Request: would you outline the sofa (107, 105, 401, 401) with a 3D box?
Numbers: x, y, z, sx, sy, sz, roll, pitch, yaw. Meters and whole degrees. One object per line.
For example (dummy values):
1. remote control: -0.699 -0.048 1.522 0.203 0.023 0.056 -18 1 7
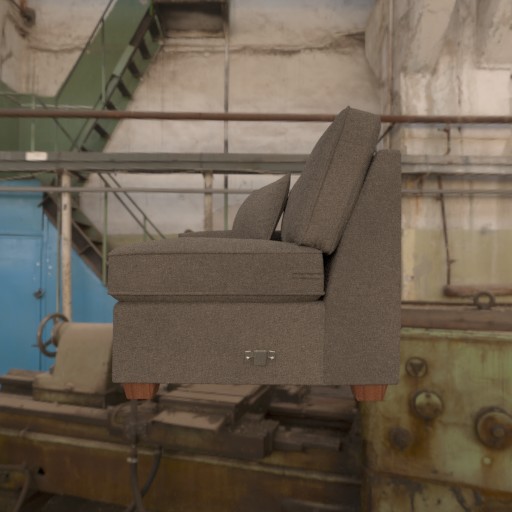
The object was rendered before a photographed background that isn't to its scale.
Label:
1. sofa: 0.000 0.000 2.123 0.991 0.989 1.388 0 -1 1
